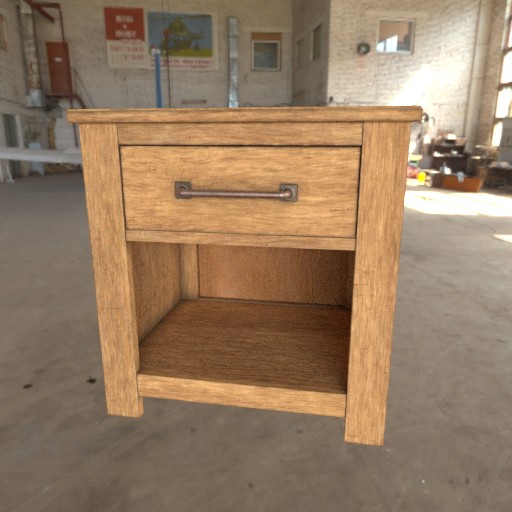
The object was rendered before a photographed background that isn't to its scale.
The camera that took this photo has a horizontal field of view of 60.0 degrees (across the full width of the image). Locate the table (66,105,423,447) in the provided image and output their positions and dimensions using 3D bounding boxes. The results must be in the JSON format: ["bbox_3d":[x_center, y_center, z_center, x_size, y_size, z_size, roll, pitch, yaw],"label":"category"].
[{"bbox_3d":[0.000,0.000,1.023,0.601,0.625,0.494,3,15,10],"label":"table"}]
